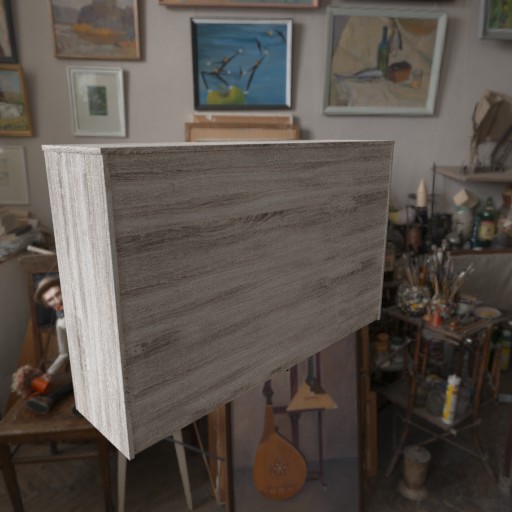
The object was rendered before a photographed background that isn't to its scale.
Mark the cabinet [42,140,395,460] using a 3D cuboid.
[{"bbox_3d":[0.000,0.000,1.810,0.380,0.900,1.450,15,21,43],"label":"cabinet"}]
